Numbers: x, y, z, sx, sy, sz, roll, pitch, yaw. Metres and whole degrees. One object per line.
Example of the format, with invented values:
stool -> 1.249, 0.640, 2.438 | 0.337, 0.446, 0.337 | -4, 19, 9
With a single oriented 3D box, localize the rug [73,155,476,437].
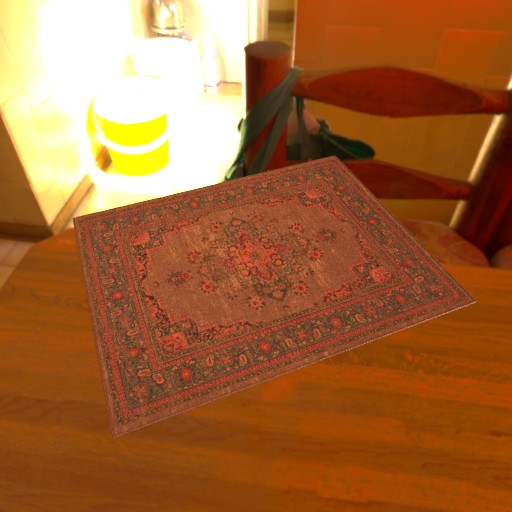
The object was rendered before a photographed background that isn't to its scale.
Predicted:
rug -> 0.000, 0.000, 4.141 | 3.057, 0.013, 2.434 | -16, 47, -15
